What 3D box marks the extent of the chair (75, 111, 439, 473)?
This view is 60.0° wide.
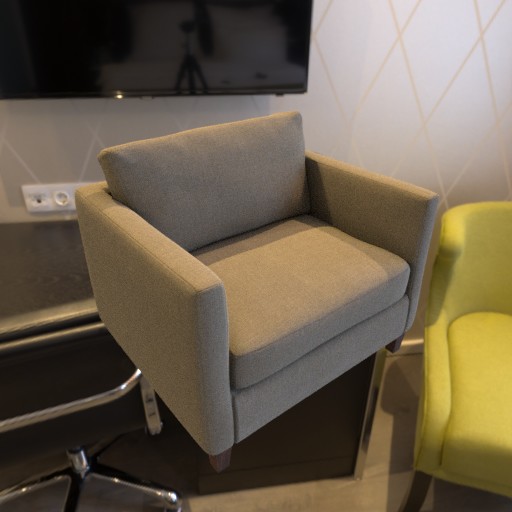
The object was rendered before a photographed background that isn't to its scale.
[{"bbox_3d":[0.000,0.000,1.812,1.107,0.963,0.959,-21,36,-33],"label":"chair"}]
